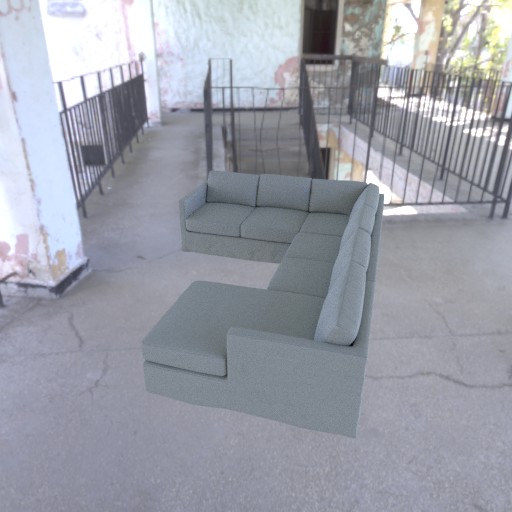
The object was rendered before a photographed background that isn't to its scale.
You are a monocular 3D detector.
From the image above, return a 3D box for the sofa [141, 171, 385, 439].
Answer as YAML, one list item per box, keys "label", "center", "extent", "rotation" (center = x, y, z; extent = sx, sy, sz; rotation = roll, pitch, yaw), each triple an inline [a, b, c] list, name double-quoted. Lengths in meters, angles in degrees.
- label: "sofa"
  center: [0.000, 0.000, 4.586]
  extent: [2.427, 0.882, 3.460]
  rotation: [7, 27, 15]
